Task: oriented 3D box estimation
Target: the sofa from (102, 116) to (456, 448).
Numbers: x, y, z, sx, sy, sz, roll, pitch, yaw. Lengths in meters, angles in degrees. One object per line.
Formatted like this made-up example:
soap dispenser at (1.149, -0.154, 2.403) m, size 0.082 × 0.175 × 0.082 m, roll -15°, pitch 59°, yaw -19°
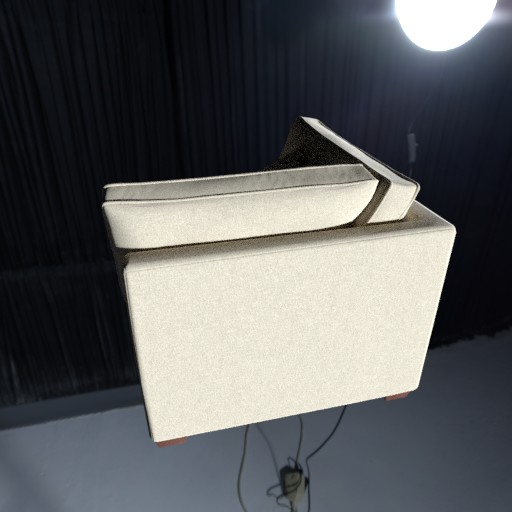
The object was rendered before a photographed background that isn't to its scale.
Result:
sofa at (0.000, 0.000, 1.982) m, size 1.146 × 1.002 × 1.084 m, roll -7°, pitch 30°, yaw -12°
